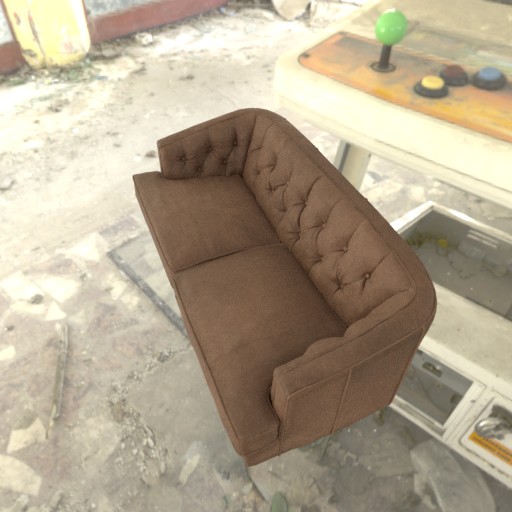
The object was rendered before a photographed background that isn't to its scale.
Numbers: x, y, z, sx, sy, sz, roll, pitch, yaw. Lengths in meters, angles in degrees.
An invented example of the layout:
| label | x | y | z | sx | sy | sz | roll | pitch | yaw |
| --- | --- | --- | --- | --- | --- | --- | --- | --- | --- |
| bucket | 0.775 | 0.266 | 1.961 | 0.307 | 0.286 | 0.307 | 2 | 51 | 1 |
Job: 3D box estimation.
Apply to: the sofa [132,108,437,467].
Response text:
| label | x | y | z | sx | sy | sz | roll | pitch | yaw |
| --- | --- | --- | --- | --- | --- | --- | --- | --- | --- |
| sofa | 0.000 | 0.000 | 2.263 | 0.917 | 0.799 | 1.767 | -17 | 48 | -16 |
